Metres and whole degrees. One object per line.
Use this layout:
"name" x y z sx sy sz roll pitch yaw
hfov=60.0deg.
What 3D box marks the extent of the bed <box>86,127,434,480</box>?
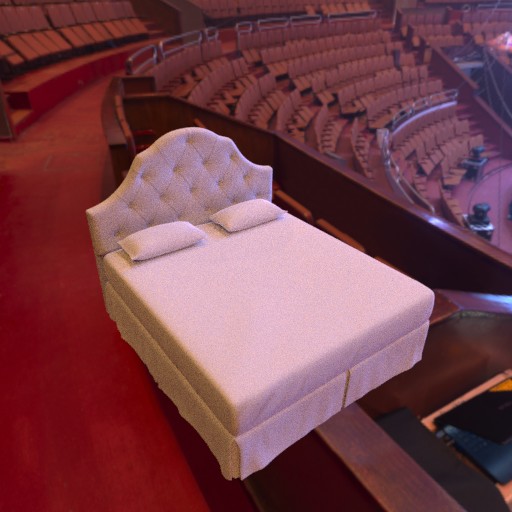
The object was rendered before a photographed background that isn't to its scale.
"bed" 0.000 0.000 3.600 2.008 1.615 2.214 -20 36 -31
